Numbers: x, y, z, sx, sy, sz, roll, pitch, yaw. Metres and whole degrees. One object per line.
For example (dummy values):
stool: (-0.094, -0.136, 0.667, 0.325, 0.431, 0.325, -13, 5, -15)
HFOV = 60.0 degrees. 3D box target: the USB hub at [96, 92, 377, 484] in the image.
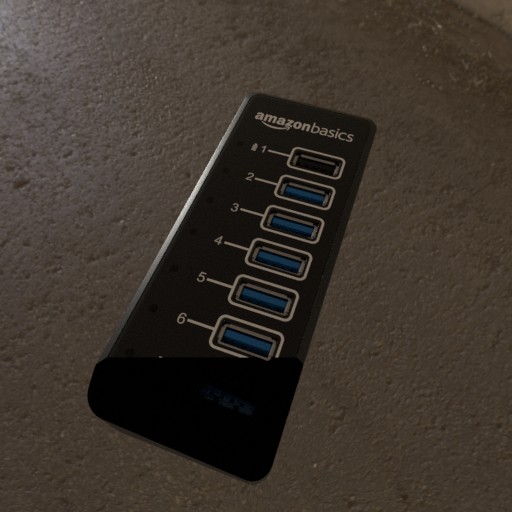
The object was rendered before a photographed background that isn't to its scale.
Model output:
USB hub: (0.000, 0.000, 0.127, 0.044, 0.023, 0.110, 17, 60, 10)
